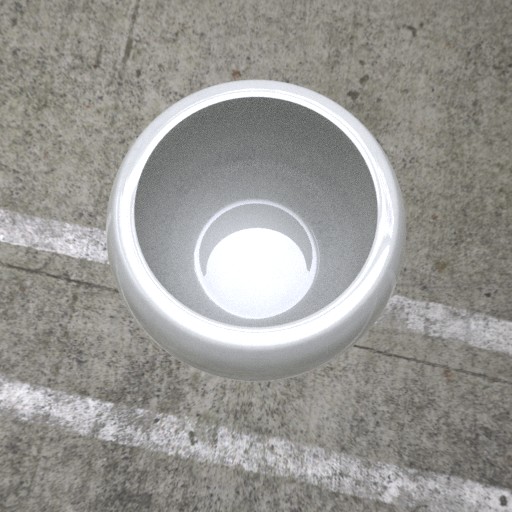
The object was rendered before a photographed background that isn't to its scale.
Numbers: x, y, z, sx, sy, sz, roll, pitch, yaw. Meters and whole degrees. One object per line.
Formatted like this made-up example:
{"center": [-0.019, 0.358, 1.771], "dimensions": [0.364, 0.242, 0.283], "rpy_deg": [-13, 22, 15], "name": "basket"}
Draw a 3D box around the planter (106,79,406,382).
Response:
{"center": [0.000, 0.000, 0.415], "dimensions": [0.222, 0.278, 0.222], "rpy_deg": [0, 76, 0], "name": "planter"}
